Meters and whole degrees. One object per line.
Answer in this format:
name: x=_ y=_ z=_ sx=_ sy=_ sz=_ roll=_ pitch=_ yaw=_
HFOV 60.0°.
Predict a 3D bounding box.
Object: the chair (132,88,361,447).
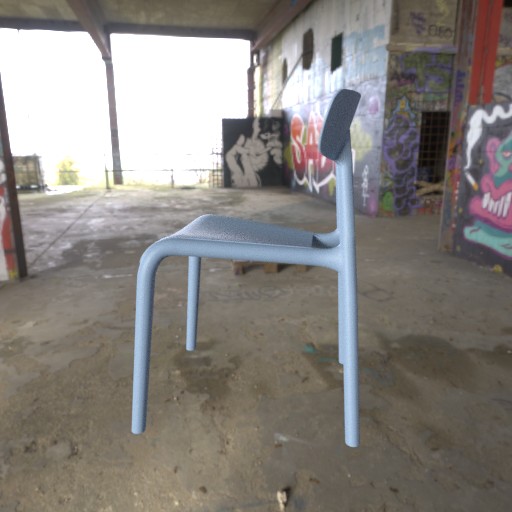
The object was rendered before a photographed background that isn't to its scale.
chair: x=0.000 y=0.000 z=0.859 sx=0.401 sy=0.580 sz=0.356 roll=2 pitch=14 yaw=8
